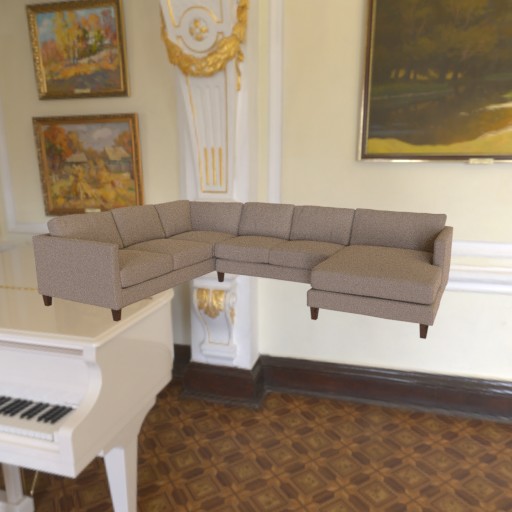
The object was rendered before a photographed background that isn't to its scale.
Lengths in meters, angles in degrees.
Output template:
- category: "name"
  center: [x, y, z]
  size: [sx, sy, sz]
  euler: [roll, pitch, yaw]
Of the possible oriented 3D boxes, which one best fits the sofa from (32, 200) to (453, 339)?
- category: "sofa"
  center: [0.000, 0.000, 4.422]
  size: [3.438, 0.865, 2.424]
  euler: [6, 14, 27]
